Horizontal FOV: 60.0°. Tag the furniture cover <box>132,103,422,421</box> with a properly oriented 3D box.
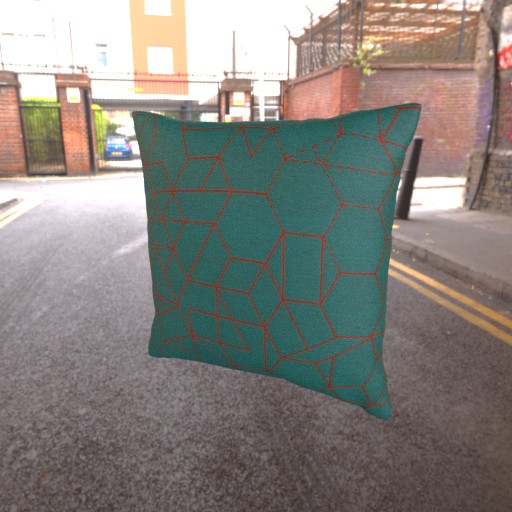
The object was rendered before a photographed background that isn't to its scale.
[{"bbox_3d":[0.000,0.000,0.794,0.517,0.508,0.158,7,16,25],"label":"furniture cover"}]
